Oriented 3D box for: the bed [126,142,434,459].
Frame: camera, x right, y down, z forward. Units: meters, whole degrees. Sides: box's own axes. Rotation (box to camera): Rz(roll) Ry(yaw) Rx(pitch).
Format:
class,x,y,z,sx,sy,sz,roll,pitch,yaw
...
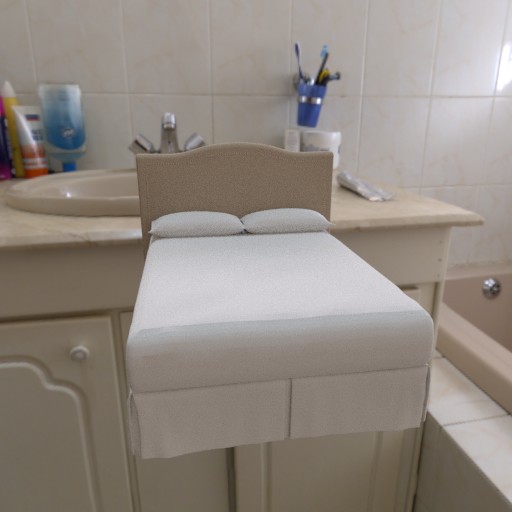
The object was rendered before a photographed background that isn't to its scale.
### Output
class,x,y,z,sx,sy,sz,roll,pitch,yaw
bed,0.000,0.000,3.025,1.678,1.398,2.052,-3,18,-9
